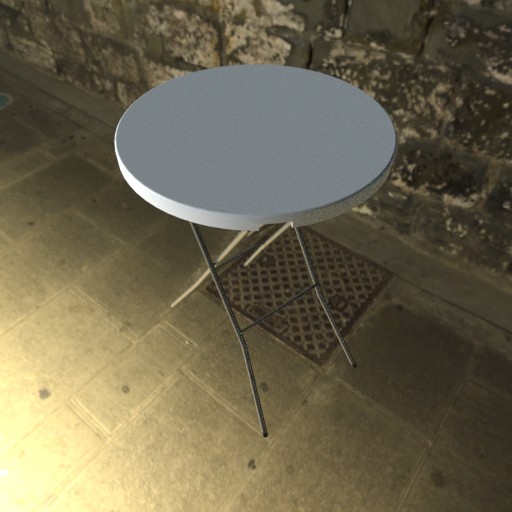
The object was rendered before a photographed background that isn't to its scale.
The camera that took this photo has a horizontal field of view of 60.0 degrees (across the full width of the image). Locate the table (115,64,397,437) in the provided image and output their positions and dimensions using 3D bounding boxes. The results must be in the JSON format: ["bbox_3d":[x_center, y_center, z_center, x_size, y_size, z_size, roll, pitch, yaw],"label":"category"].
[{"bbox_3d":[0.000,0.000,1.668,0.792,1.105,0.795,-29,53,-25],"label":"table"}]
